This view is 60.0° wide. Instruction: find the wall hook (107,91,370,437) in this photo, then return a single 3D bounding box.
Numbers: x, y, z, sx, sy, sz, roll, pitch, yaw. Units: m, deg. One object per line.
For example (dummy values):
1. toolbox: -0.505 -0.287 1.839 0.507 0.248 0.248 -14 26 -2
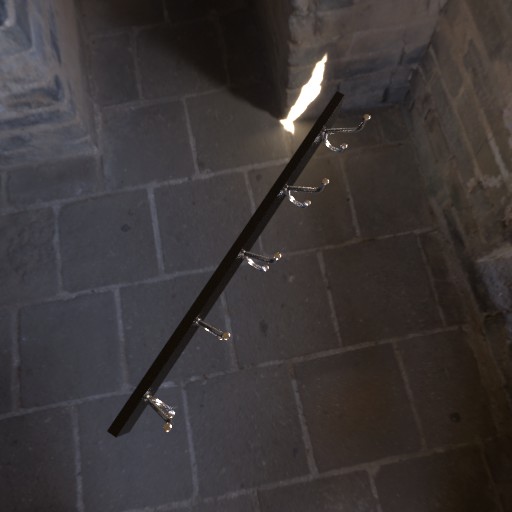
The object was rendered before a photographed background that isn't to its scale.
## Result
1. wall hook: 0.000 0.000 0.604 0.071 0.117 0.571 31 76 8
